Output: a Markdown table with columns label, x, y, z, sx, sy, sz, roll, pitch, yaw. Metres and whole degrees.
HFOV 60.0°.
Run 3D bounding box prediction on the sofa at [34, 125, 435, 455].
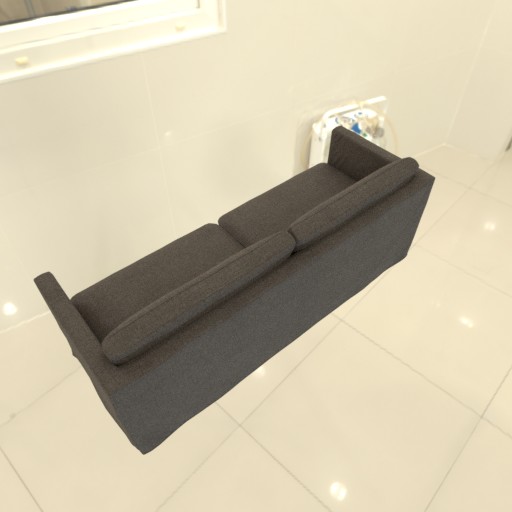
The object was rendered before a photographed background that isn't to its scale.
| label | x | y | z | sx | sy | sz | roll | pitch | yaw |
| --- | --- | --- | --- | --- | --- | --- | --- | --- | --- |
| sofa | 0.000 | 0.000 | 3.283 | 2.779 | 0.998 | 1.036 | -32 | 54 | -26 |
